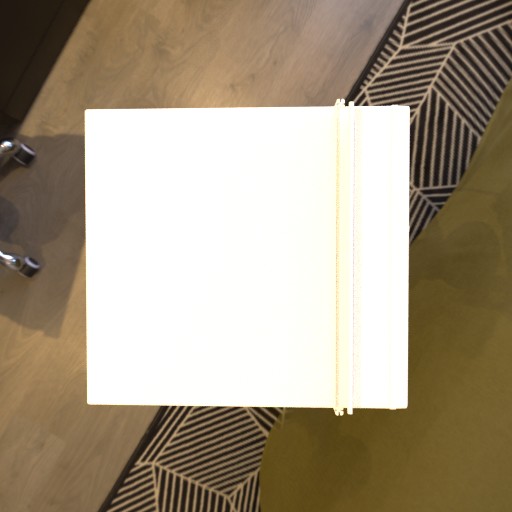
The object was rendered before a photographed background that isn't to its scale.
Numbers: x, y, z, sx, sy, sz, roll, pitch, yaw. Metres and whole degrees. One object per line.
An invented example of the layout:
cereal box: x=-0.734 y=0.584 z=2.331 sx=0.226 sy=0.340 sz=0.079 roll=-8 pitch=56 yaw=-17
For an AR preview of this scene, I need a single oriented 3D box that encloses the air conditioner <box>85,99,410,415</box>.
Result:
air conditioner: x=0.000 y=0.000 z=0.876 sx=0.546 sy=0.388 sz=0.503 roll=0 pitch=91 yaw=2
